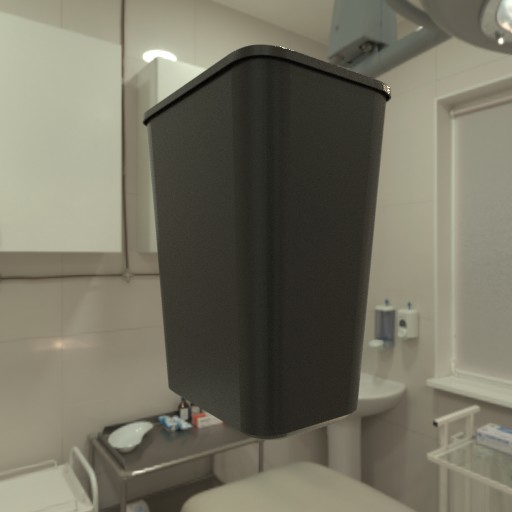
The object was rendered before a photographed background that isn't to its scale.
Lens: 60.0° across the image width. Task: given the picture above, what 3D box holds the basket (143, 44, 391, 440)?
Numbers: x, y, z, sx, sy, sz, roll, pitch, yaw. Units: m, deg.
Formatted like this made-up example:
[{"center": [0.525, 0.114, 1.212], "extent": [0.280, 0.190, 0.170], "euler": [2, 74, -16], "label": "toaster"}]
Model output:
[{"center": [0.000, 0.000, 0.767], "extent": [0.287, 0.521, 0.394], "euler": [0, 0, -35], "label": "basket"}]
